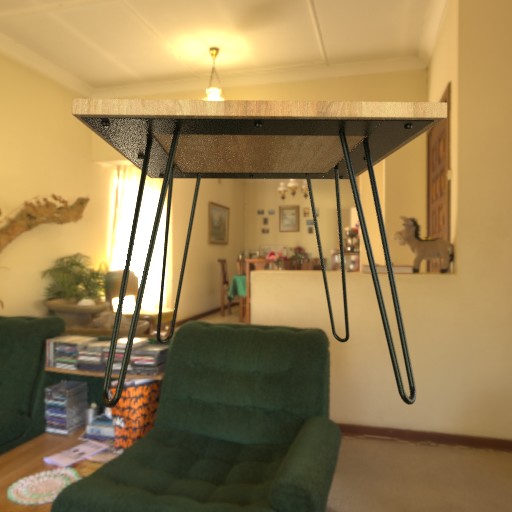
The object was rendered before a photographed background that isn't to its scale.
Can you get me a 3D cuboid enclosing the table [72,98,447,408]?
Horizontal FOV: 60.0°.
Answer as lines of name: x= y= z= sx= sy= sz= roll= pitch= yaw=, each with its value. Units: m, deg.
table: x=0.000 y=0.000 z=1.005 sx=0.599 sy=0.500 sz=0.599 roll=0 pitch=0 yaw=-2
